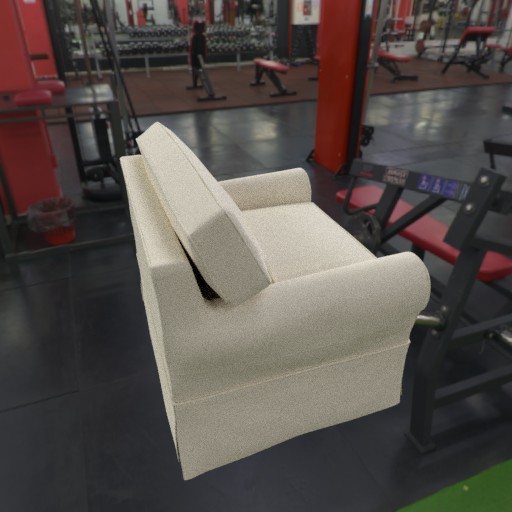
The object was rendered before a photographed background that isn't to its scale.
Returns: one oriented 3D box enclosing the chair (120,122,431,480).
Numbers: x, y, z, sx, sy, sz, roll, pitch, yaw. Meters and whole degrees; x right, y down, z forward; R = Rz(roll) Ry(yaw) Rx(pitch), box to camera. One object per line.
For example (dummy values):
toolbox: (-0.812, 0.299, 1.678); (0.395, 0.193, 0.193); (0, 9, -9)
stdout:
chair: (0.000, 0.000, 1.791); (0.904, 0.958, 1.099); (-10, 32, -17)
